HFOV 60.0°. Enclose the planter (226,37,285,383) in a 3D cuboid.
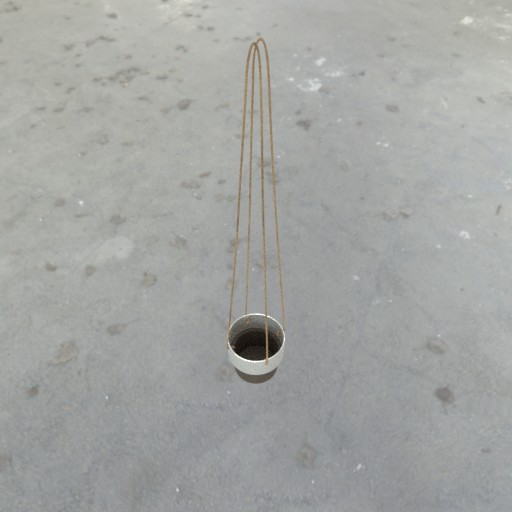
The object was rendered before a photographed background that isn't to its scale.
[{"bbox_3d":[0.000,0.000,1.157,0.187,1.073,0.187,18,48,17],"label":"planter"}]
